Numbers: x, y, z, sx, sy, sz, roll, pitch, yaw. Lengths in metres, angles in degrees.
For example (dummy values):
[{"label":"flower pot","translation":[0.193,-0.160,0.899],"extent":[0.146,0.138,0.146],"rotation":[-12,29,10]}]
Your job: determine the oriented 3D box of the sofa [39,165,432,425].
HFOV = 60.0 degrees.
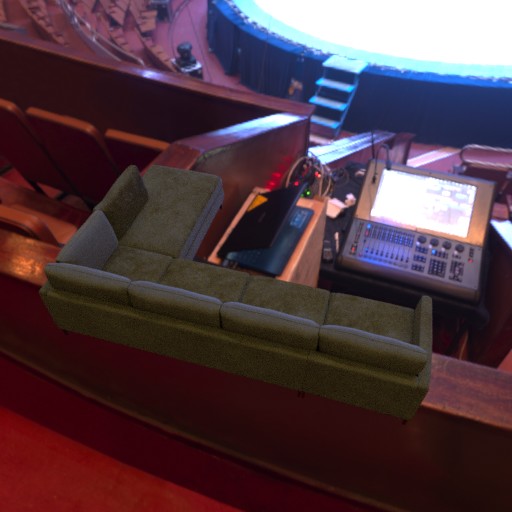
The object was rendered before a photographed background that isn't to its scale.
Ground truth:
[{"label":"sofa","translation":[0.000,0.000,3.290],"extent":[2.486,0.687,1.707],"rotation":[12,48,11]}]
